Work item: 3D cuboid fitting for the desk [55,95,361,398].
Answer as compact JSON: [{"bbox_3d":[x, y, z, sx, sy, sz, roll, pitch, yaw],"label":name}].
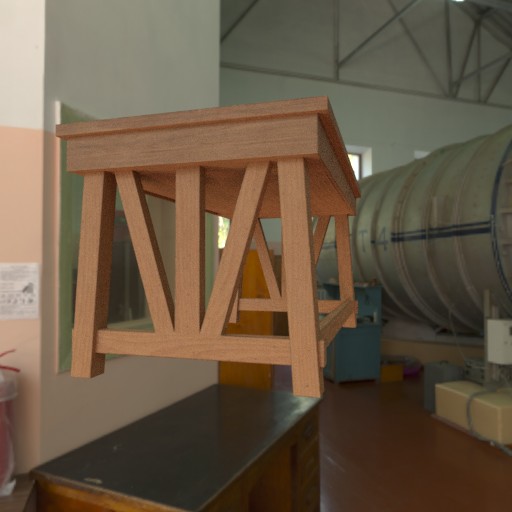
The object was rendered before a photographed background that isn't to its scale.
[{"bbox_3d":[0.000,0.000,1.925,0.813,0.762,1.499,0,-1,16],"label":"desk"}]
